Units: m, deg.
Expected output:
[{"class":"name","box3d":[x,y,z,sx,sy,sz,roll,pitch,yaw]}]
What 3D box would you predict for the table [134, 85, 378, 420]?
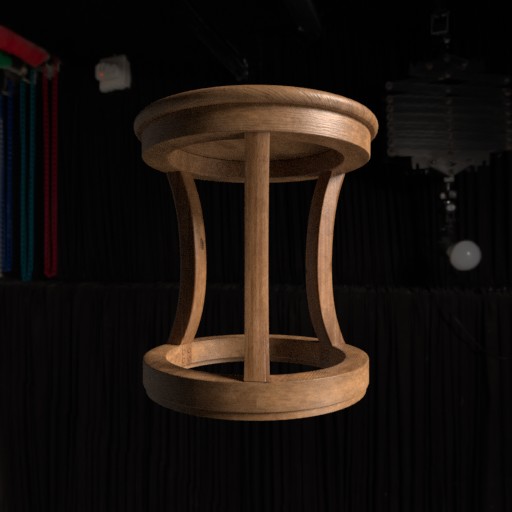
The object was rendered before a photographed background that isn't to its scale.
[{"class":"table","box3d":[0.000,0.000,0.809,0.432,0.460,0.432,0,-1,0]}]
